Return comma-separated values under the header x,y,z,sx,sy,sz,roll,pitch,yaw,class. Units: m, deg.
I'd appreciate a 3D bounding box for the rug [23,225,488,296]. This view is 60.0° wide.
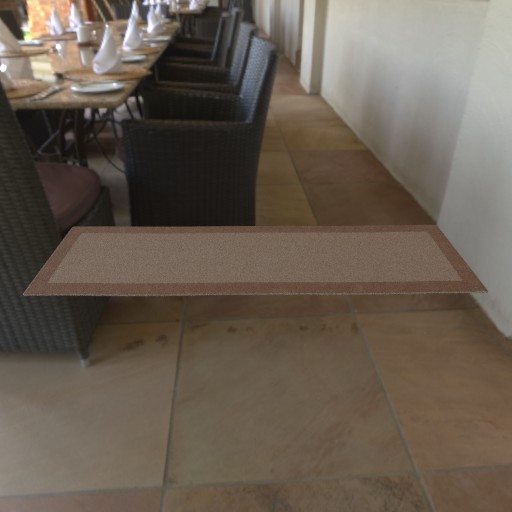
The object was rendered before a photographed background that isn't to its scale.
x,y,z,sx,sy,sz,roll,pitch,yaw,class
0.000,0.000,2.629,2.430,0.012,0.767,0,31,0,rug
